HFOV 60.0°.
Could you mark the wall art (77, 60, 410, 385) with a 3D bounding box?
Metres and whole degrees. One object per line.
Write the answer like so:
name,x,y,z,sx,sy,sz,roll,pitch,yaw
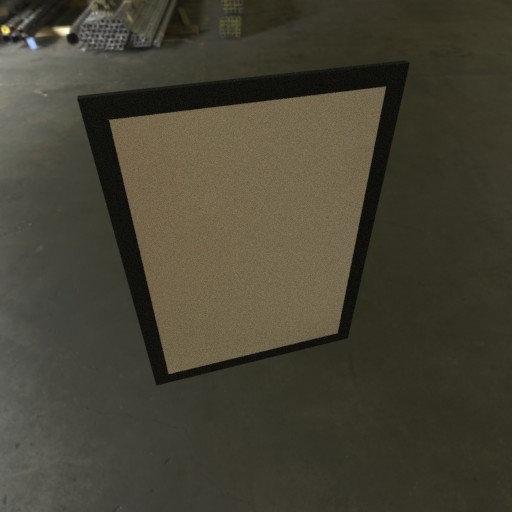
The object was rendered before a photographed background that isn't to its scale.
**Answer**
wall art,0.000,0.000,0.667,0.379,0.530,0.008,-11,43,-12
